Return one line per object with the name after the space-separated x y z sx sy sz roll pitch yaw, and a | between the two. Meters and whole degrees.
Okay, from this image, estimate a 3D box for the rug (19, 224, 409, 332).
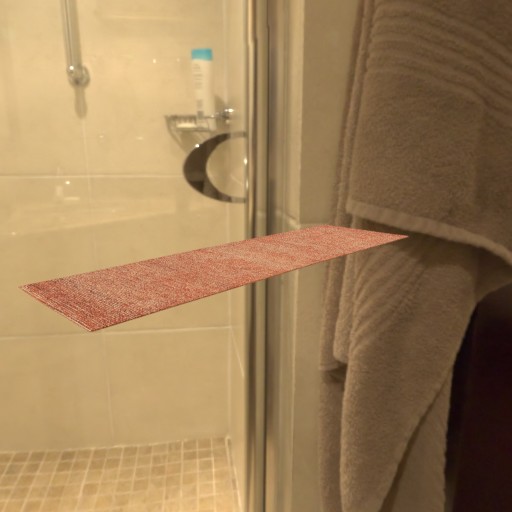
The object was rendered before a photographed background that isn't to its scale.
0.000 0.000 2.574 0.718 0.013 2.353 13 19 43 | rug
